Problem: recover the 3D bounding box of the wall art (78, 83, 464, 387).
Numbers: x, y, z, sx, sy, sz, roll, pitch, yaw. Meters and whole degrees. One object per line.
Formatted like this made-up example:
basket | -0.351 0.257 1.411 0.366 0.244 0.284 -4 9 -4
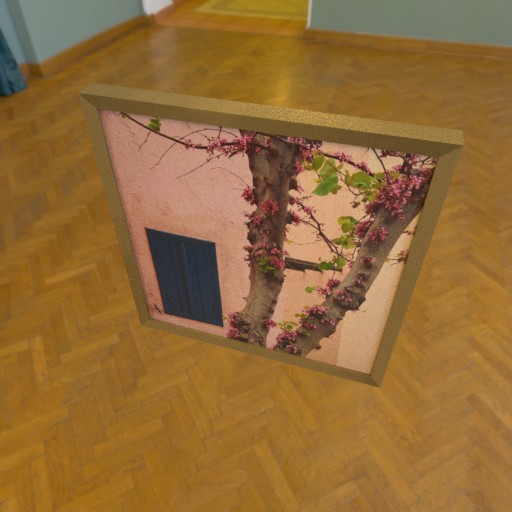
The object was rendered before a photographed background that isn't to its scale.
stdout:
wall art | 0.000 0.000 0.744 0.507 0.508 0.038 12 43 13
